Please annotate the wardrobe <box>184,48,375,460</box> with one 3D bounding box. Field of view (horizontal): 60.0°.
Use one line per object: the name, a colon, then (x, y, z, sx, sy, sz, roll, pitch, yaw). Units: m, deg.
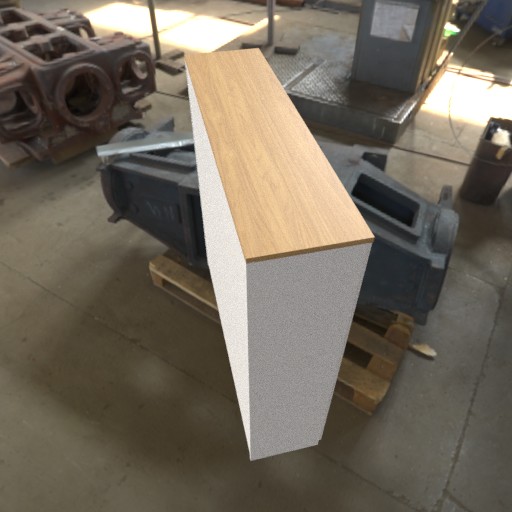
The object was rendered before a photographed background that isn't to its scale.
wardrobe: (0.000, 0.000, 3.413, 0.590, 2.260, 2.160, -9, 46, -9)
